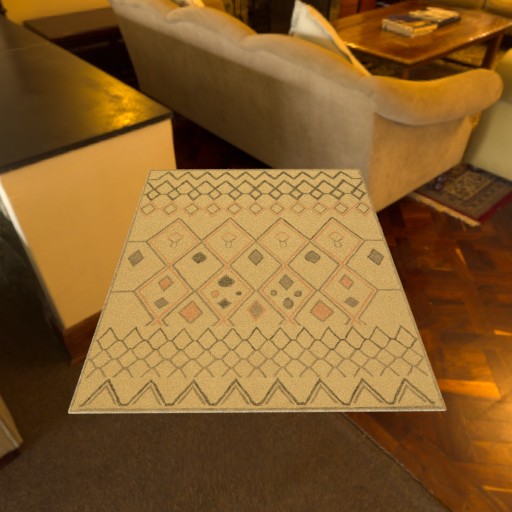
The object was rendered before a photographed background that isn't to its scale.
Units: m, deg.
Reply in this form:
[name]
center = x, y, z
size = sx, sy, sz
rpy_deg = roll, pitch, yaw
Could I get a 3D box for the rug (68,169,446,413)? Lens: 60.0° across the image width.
[rug]
center = 0.000, 0.000, 3.999
size = 2.441, 0.016, 3.050
rpy_deg = 0, 41, 0
